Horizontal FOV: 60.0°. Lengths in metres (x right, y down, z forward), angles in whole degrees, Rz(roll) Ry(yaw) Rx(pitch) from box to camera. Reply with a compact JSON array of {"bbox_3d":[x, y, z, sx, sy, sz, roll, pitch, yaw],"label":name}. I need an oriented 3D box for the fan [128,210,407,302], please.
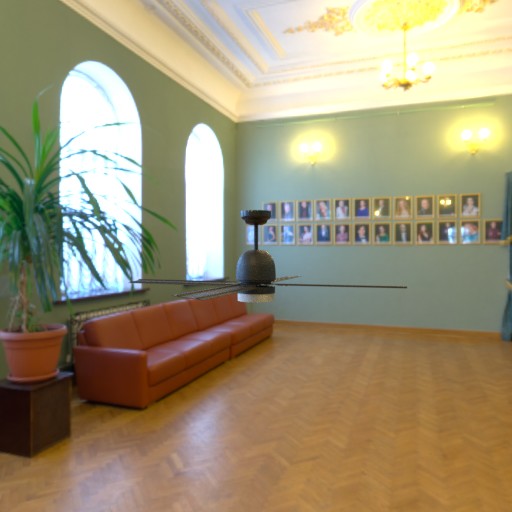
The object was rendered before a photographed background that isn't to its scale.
[{"bbox_3d":[0.000,0.000,2.041,1.319,0.410,1.319,0,0,18],"label":"fan"}]
